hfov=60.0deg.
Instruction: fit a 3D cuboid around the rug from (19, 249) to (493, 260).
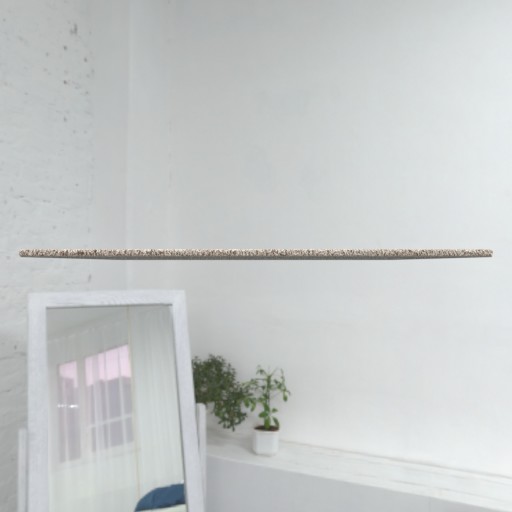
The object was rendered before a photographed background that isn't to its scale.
[{"bbox_3d":[0.000,0.000,2.259,1.778,0.030,1.219,0,-1,0],"label":"rug"}]
